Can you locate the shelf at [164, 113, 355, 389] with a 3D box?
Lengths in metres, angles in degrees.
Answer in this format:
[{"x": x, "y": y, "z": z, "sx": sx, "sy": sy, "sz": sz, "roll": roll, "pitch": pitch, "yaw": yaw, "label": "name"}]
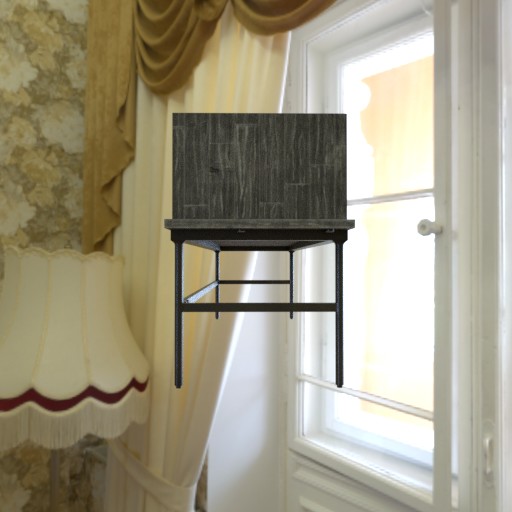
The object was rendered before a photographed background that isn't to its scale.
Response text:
[{"x": 0.000, "y": 0.000, "z": 1.660, "sx": 0.457, "sy": 0.633, "sz": 1.342, "roll": 0, "pitch": -1, "yaw": -1, "label": "shelf"}]
